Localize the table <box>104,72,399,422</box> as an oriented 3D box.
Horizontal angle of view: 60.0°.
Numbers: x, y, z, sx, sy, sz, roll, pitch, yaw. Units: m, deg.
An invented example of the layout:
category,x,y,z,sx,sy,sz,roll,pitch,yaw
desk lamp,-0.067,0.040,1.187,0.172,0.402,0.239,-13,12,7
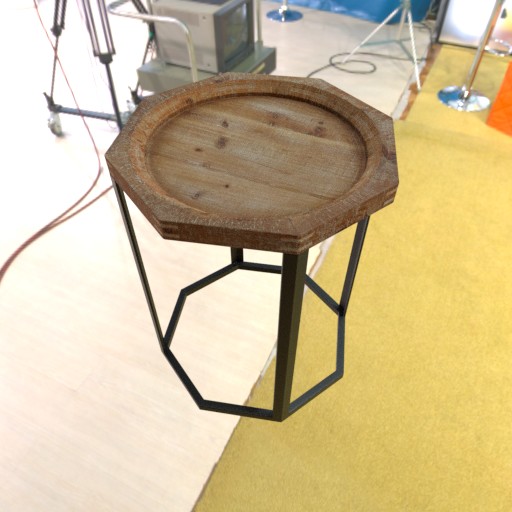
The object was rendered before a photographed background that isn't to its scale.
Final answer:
category,x,y,z,sx,sy,sz,roll,pitch,yaw
table,0.000,0.000,0.883,0.458,0.543,0.458,-10,47,-9
